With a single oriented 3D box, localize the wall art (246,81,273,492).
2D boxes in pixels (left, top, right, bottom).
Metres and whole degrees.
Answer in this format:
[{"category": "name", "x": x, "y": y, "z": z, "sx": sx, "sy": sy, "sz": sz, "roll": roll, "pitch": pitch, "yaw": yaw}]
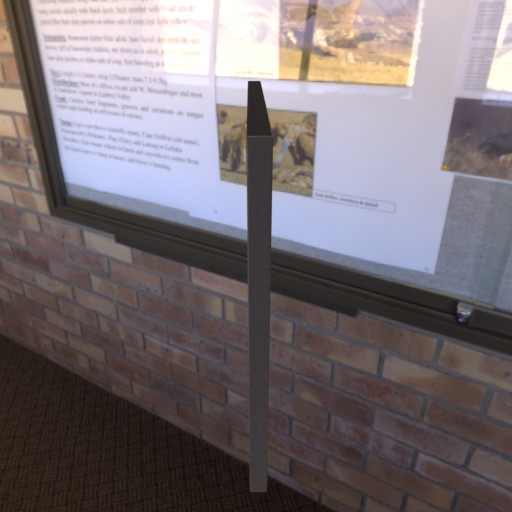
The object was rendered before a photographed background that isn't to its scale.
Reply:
[{"category": "wall art", "x": 0.000, "y": 0.000, "z": 0.450, "sx": 0.015, "sy": 0.303, "sz": 0.304, "roll": 0, "pitch": 27, "yaw": -1}]
